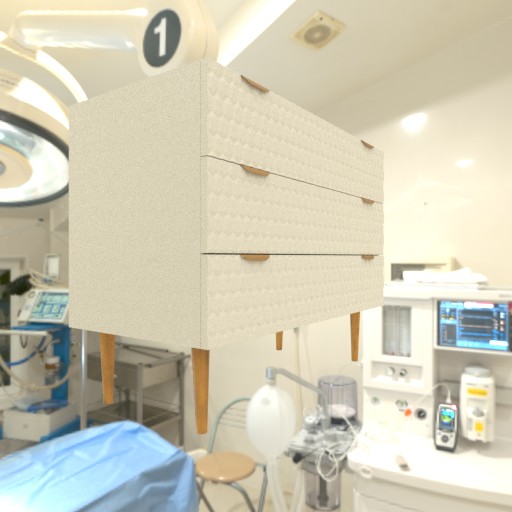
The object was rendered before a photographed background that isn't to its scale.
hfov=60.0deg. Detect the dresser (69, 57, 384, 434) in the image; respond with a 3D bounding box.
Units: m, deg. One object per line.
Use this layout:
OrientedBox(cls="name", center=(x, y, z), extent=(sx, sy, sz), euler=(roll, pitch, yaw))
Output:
OrientedBox(cls="dresser", center=(0.000, 0.000, 1.299), extent=(0.457, 0.721, 0.905), euler=(0, 0, 36))
